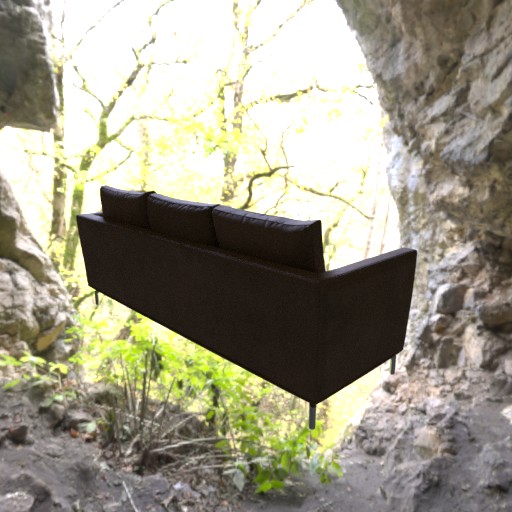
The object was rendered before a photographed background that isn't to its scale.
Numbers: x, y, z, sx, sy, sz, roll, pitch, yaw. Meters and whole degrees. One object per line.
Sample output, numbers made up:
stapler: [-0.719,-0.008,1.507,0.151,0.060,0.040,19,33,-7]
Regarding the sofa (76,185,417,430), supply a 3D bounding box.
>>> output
sofa: [0.000,0.000,3.248,1.622,0.987,2.438,-13,20,-42]
